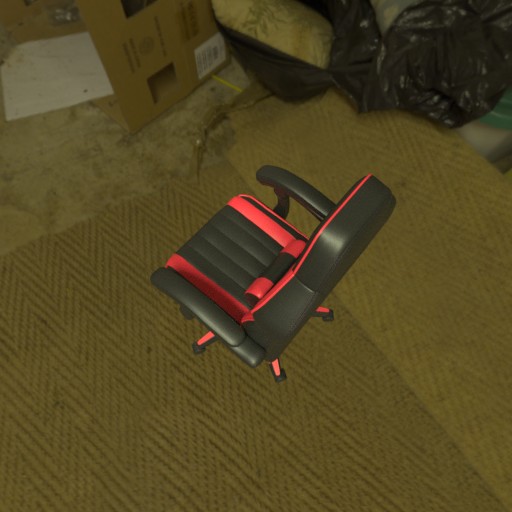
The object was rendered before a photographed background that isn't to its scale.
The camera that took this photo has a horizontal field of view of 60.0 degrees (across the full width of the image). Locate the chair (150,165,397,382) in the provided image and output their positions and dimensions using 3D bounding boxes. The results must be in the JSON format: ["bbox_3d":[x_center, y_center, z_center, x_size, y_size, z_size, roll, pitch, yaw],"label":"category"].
[{"bbox_3d":[0.000,0.000,1.658,0.700,1.220,0.700,36,68,17],"label":"chair"}]
